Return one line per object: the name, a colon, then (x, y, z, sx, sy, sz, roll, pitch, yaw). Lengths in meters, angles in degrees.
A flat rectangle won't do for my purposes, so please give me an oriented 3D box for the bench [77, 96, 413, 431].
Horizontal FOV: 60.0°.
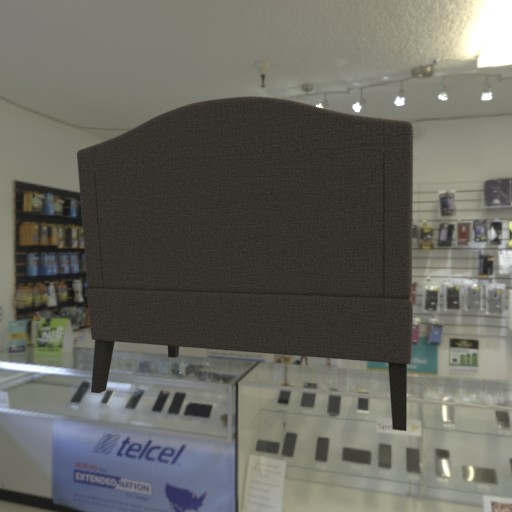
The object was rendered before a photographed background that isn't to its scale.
bench: (0.000, 0.000, 2.010, 1.335, 1.180, 0.815, 0, 1, 18)
